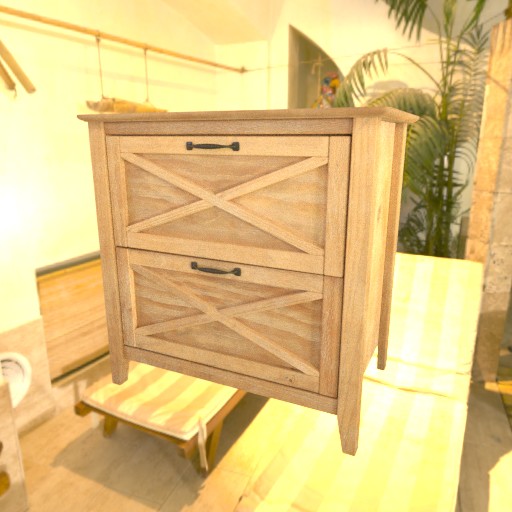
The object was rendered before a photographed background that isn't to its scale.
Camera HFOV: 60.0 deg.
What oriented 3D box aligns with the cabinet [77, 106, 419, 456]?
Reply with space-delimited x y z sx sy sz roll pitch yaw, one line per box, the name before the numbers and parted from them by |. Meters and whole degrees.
cabinet | 0.000 0.000 1.261 0.763 0.762 0.503 7 17 25
